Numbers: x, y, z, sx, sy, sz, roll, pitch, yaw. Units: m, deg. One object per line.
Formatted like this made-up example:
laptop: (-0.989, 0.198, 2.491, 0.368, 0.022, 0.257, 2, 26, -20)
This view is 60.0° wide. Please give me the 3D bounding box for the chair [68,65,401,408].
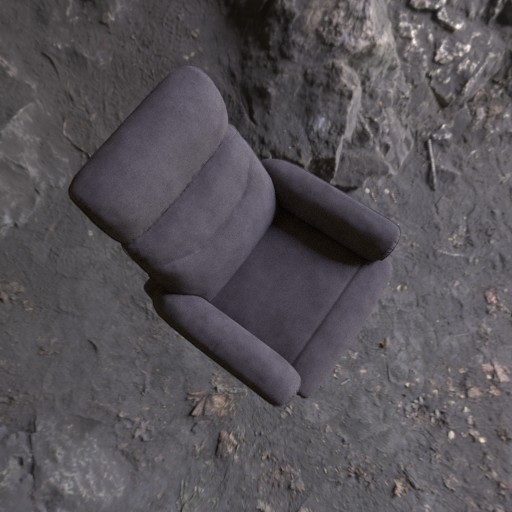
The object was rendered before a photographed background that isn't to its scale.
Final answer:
chair: (0.000, 0.000, 1.738, 1.009, 1.036, 0.830, 35, 77, 9)
